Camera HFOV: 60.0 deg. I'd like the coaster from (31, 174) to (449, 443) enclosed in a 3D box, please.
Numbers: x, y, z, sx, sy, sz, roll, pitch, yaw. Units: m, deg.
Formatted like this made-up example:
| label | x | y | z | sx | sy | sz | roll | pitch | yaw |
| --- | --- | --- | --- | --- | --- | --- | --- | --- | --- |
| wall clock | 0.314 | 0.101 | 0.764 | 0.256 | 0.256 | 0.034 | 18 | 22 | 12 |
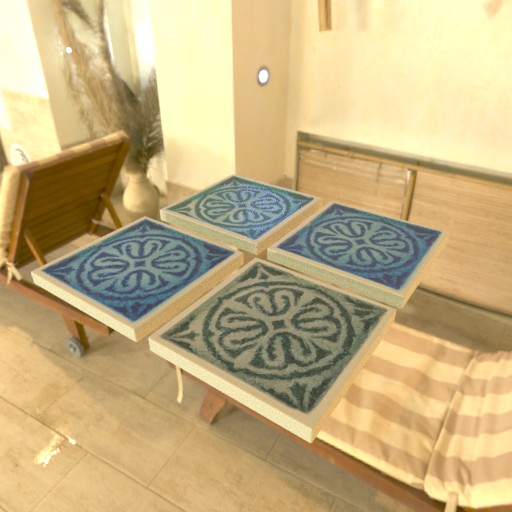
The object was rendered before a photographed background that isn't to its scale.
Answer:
| label | x | y | z | sx | sy | sz | roll | pitch | yaw |
| --- | --- | --- | --- | --- | --- | --- | --- | --- | --- |
| coaster | 0.000 | 0.000 | 0.322 | 0.214 | 0.010 | 0.219 | 20 | 37 | 29 |
